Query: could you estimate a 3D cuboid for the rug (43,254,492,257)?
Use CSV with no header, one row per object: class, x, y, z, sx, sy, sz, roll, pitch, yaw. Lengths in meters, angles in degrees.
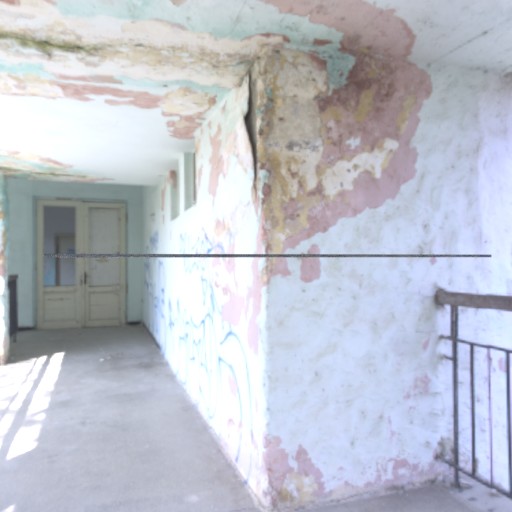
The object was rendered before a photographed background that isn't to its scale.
rug,0.000,0.000,2.274,1.819,0.012,1.208,0,0,-18
